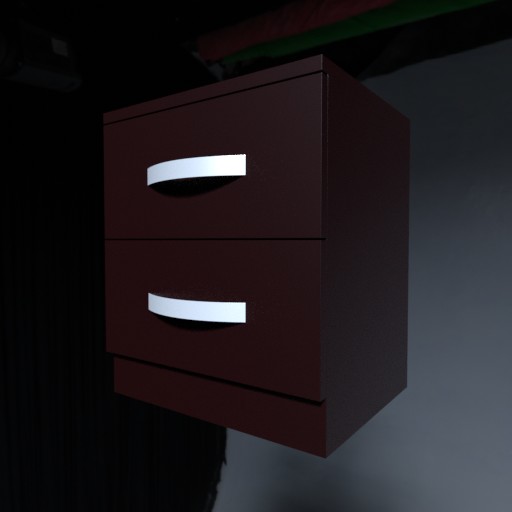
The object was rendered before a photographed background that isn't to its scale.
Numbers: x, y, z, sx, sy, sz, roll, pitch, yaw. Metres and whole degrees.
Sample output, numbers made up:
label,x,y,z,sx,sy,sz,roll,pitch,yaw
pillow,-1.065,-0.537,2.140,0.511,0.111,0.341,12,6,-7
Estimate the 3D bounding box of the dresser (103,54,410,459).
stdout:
label,x,y,z,sx,sy,sz,roll,pitch,yaw
dresser,0.000,0.000,0.746,0.400,0.470,0.360,1,2,36
